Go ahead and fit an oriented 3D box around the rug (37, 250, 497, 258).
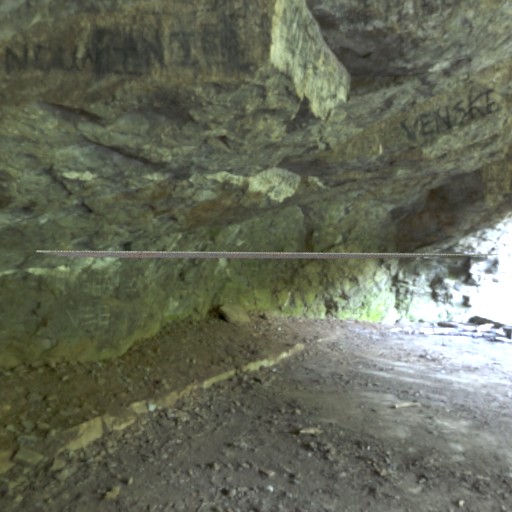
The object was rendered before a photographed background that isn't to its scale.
[{"bbox_3d":[0.000,0.000,2.233,1.818,0.005,1.217,0,-1,-18],"label":"rug"}]
